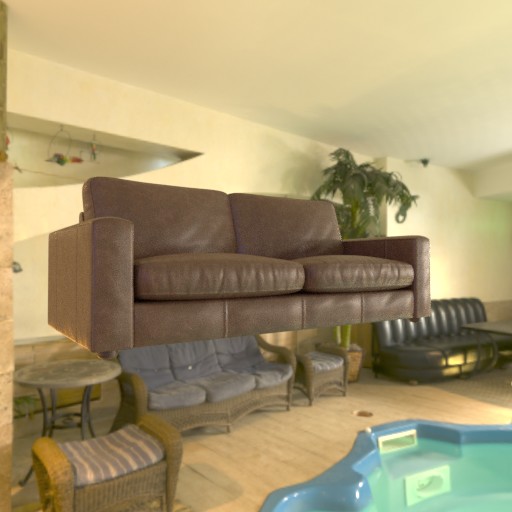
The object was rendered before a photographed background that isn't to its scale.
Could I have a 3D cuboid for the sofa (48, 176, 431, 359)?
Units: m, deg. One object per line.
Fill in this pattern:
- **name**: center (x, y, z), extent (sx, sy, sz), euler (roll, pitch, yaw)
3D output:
- **sofa**: center (0.000, 0.000, 2.714), extent (2.179, 0.873, 1.016), euler (1, -1, -34)
